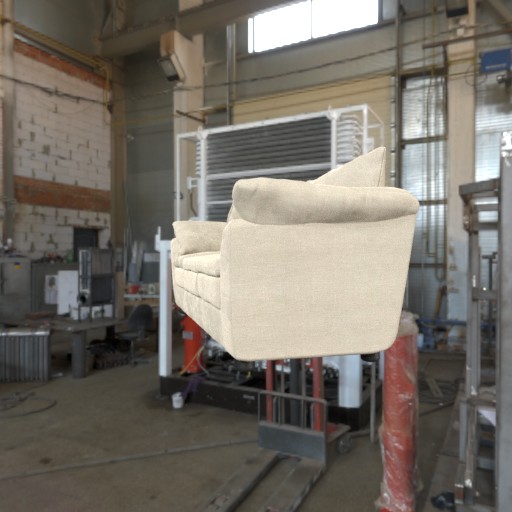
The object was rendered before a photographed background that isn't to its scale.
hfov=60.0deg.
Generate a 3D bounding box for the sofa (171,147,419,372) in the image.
[{"bbox_3d":[0.000,0.000,2.902,0.893,0.981,2.377,0,0,-17],"label":"sofa"}]
